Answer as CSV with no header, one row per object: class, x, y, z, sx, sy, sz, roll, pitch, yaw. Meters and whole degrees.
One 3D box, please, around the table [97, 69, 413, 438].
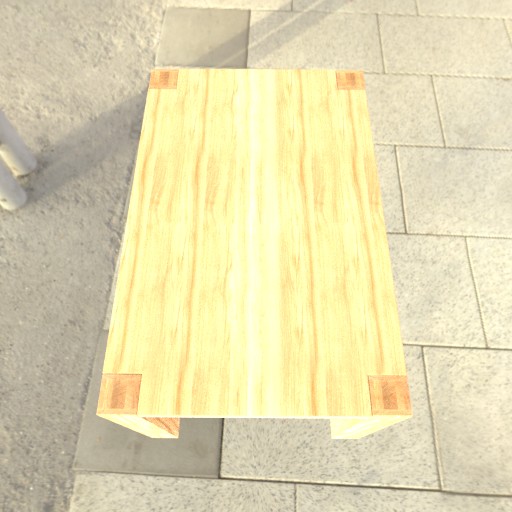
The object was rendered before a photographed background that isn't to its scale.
table,0.000,0.000,1.911,0.900,0.760,1.400,0,63,0
